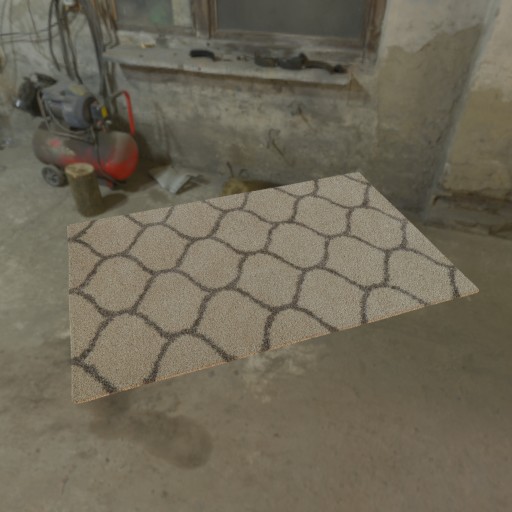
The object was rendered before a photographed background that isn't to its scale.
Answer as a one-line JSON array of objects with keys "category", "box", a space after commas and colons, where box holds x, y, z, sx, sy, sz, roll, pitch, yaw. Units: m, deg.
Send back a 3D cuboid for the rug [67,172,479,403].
[{"category": "rug", "box": [0.000, 0.000, 2.925, 2.348, 0.024, 1.501, -12, 42, -14]}]
